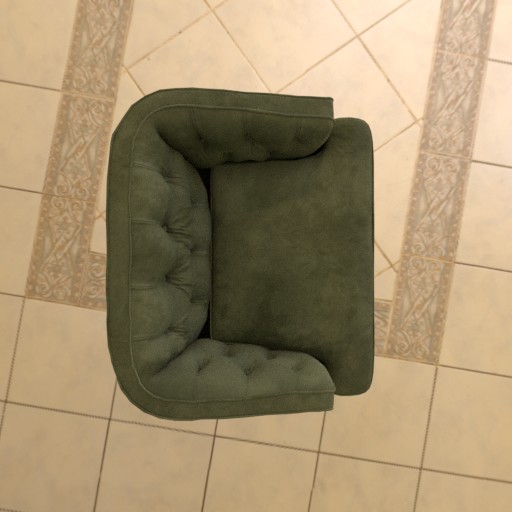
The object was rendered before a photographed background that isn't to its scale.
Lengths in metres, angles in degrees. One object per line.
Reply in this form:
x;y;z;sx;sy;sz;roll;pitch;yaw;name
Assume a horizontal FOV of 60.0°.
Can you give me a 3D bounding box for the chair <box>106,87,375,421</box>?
0.000;0.000;1.768;0.941;0.852;1.104;0;90;-1;chair
